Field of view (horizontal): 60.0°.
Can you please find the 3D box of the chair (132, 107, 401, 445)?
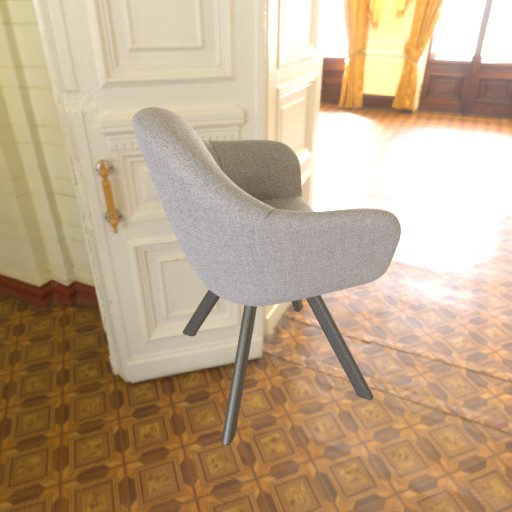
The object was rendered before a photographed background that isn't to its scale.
[{"bbox_3d":[0.000,0.000,1.198,0.550,0.795,0.590,-11,32,-18],"label":"chair"}]
